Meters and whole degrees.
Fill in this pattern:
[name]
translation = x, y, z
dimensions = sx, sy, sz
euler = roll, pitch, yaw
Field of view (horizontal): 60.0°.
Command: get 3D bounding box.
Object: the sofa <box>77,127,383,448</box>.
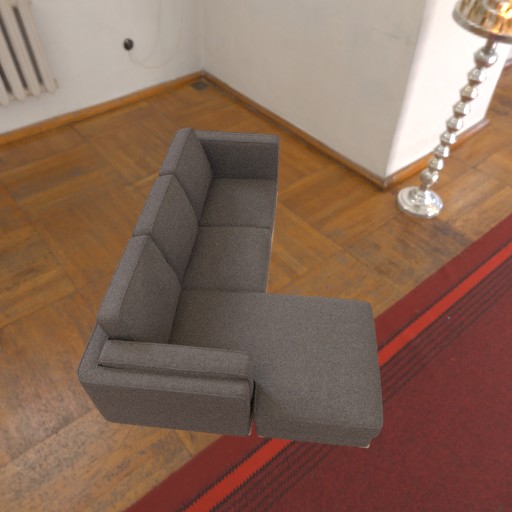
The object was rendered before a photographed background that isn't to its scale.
[sofa]
translation = 0.000, 0.000, 3.154
dimensions = 1.604, 0.929, 2.411
euler = 4, 46, 4
